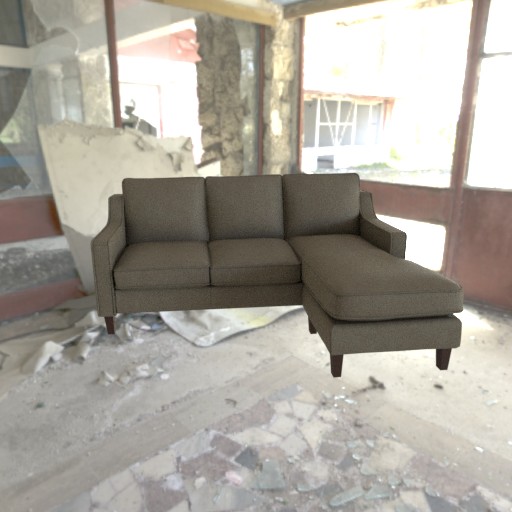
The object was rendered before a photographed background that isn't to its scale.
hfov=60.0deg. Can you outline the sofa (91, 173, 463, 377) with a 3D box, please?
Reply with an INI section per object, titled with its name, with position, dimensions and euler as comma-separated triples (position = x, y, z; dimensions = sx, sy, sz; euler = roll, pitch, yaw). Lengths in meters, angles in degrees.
[sofa]
position = 0.000, 0.000, 3.308
dimensions = 2.317, 1.081, 1.858
euler = -2, 16, -7
